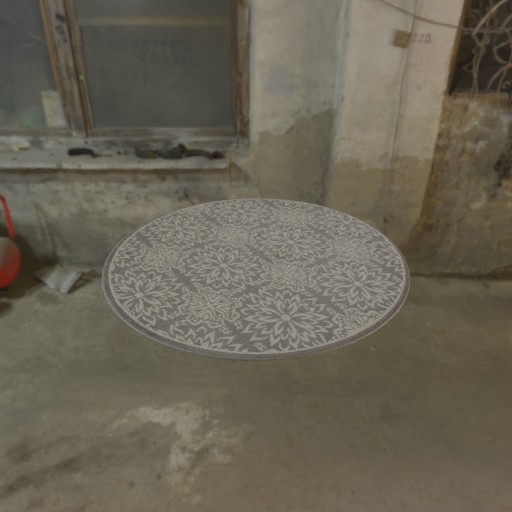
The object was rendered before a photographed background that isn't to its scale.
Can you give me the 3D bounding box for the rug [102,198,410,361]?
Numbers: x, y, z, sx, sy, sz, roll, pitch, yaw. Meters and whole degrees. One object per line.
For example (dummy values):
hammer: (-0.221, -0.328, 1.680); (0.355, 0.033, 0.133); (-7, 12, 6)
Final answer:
rug: (0.000, 0.000, 2.391); (1.593, 0.012, 1.593); (0, 30, 0)
